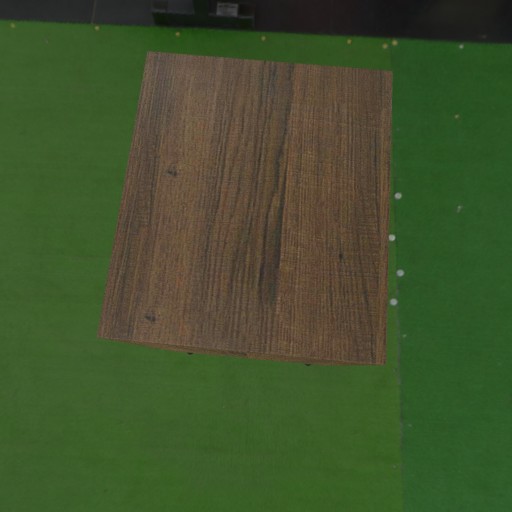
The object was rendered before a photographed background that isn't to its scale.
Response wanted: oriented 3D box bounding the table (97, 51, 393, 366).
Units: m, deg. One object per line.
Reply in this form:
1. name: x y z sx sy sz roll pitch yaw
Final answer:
1. table: 0.000 0.000 1.165 0.457 0.866 0.526 5 76 1
